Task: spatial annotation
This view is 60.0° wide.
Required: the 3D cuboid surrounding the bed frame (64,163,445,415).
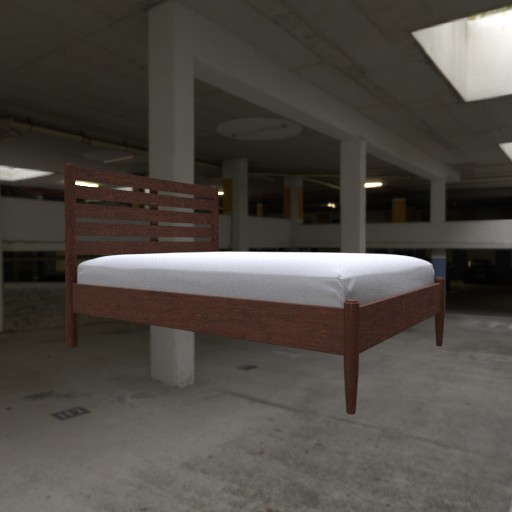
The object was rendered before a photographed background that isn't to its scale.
[{"bbox_3d":[0.000,0.000,3.215,2.234,1.321,1.655,1,2,36],"label":"bed frame"}]
